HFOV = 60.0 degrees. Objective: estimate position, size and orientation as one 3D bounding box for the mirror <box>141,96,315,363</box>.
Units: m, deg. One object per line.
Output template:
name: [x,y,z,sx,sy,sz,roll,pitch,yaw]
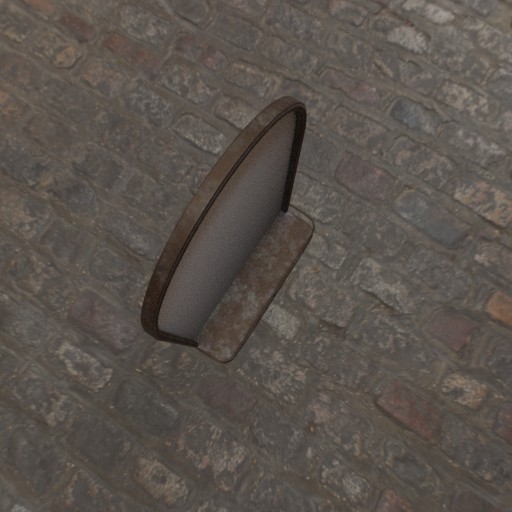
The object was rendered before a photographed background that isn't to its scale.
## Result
mirror: [0.000,0.000,0.972,0.137,0.770,0.510,32,79,7]
